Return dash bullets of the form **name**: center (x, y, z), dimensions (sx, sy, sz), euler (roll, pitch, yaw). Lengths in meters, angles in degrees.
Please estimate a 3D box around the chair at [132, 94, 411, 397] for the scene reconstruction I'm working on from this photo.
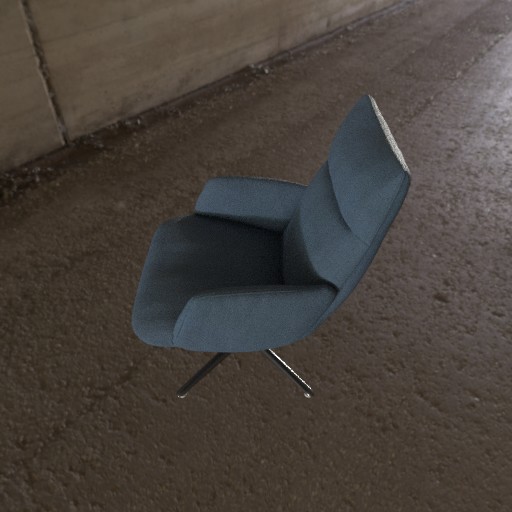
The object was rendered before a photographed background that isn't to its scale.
- **chair**: center (0.000, 0.000, 1.644), dimensions (0.889, 1.016, 0.711), euler (0, 41, 0)
